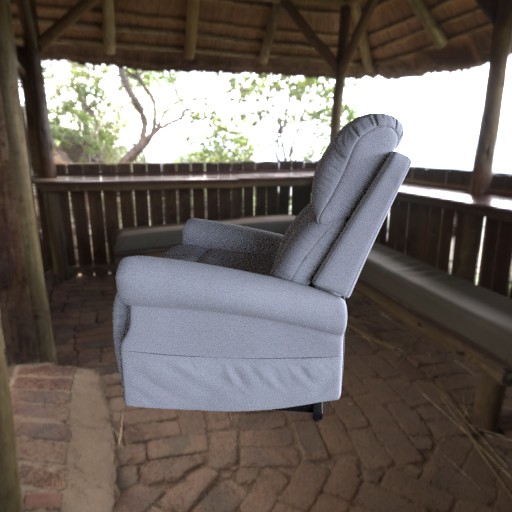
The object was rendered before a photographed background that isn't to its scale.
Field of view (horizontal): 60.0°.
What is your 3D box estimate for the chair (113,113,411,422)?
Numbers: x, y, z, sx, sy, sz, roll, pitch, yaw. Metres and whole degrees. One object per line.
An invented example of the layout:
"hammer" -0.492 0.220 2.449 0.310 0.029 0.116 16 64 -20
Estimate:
"chair" 0.000 0.000 1.726 0.979 1.031 0.871 2 14 7
